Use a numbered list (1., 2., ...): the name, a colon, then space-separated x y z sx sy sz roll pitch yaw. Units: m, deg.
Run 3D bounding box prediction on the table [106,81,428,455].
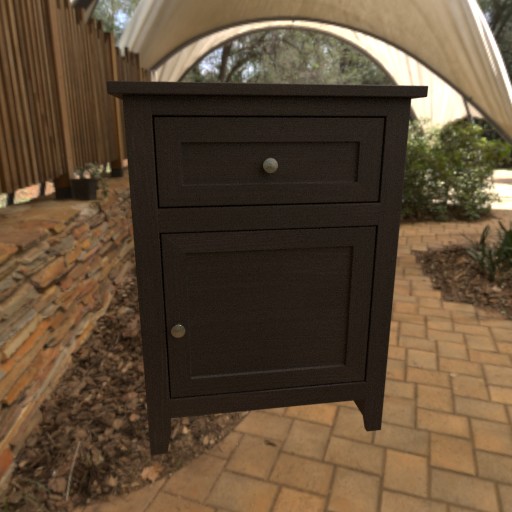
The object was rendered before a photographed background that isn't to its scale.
1. table: 0.000 0.000 0.918 0.480 0.635 0.381 -3 16 -9
